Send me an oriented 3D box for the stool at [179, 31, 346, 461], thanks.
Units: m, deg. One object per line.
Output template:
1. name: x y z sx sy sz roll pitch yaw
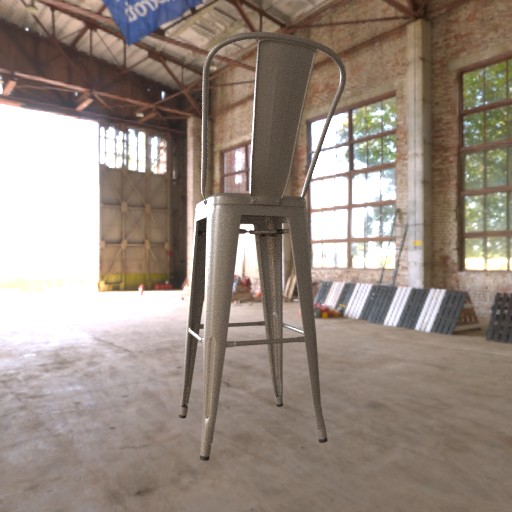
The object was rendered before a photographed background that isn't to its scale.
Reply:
1. stool: 0.000 0.000 1.334 0.399 1.096 0.513 0 0 -19
